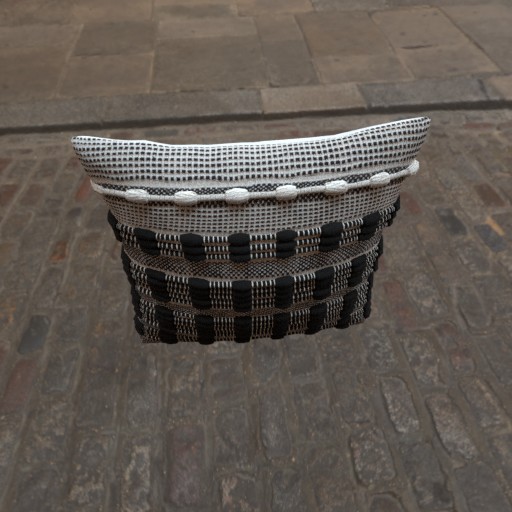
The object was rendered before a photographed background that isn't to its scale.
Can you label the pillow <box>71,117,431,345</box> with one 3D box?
[{"bbox_3d":[0.000,0.000,0.681,0.436,0.438,0.156,-4,47,-4],"label":"pillow"}]
